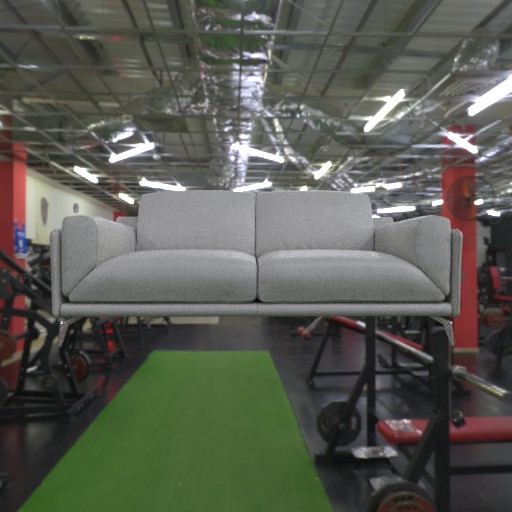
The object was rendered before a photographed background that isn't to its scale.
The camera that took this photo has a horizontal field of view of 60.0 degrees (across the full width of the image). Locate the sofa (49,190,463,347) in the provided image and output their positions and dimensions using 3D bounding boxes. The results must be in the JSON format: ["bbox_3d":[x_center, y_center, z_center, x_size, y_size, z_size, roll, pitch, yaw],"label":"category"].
[{"bbox_3d":[0.000,0.000,2.736,2.101,0.930,1.049,0,0,-1],"label":"sofa"}]
